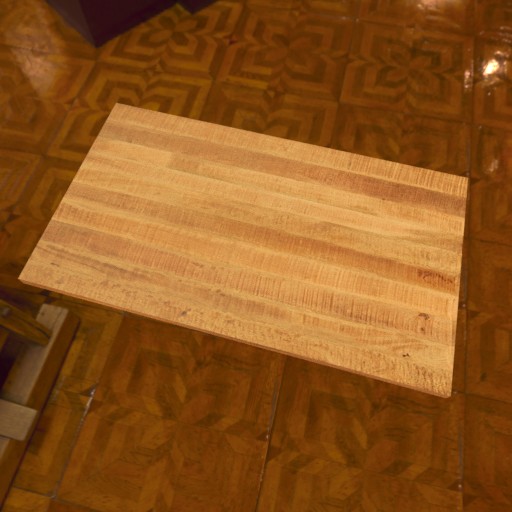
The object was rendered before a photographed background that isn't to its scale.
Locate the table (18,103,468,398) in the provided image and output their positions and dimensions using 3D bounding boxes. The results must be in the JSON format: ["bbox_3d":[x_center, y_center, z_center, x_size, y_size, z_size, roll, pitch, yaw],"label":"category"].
[{"bbox_3d":[0.000,0.000,1.660,1.320,0.455,0.760,14,65,7],"label":"table"}]
